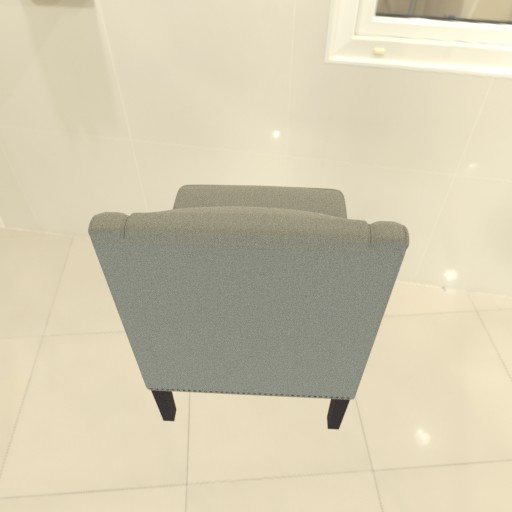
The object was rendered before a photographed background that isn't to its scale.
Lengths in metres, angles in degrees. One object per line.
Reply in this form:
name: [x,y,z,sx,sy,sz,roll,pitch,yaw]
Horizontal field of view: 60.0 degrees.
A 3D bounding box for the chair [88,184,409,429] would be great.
chair: [0.000,0.000,1.369,0.610,0.864,0.737,2,46,2]
